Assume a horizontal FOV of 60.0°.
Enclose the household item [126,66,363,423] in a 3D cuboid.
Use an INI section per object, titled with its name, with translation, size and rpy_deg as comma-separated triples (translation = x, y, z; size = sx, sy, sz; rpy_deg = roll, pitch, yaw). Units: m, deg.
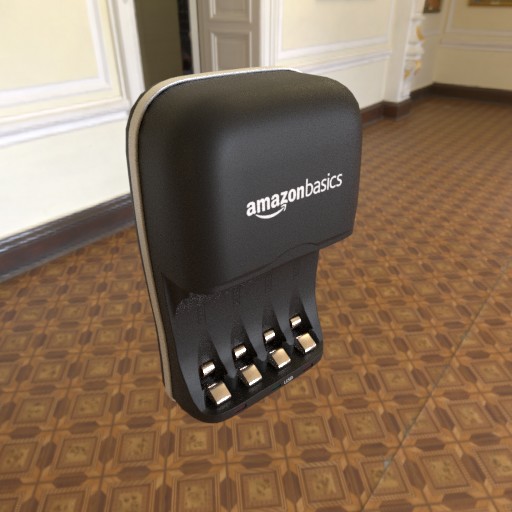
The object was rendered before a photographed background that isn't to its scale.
[household item]
translation = 0.000, 0.000, 0.149
size = 0.070, 0.114, 0.038
rpy_deg = -22, 37, -32
